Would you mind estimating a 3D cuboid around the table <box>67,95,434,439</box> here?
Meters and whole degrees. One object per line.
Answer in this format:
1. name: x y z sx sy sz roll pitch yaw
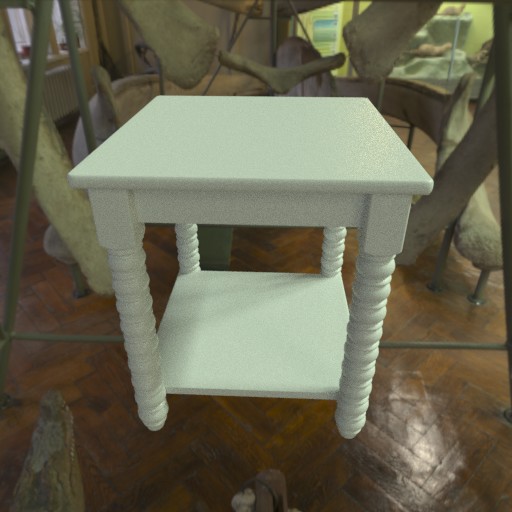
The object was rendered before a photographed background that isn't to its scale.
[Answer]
1. table: 0.000 0.000 0.967 0.500 0.563 0.533 1 31 2
